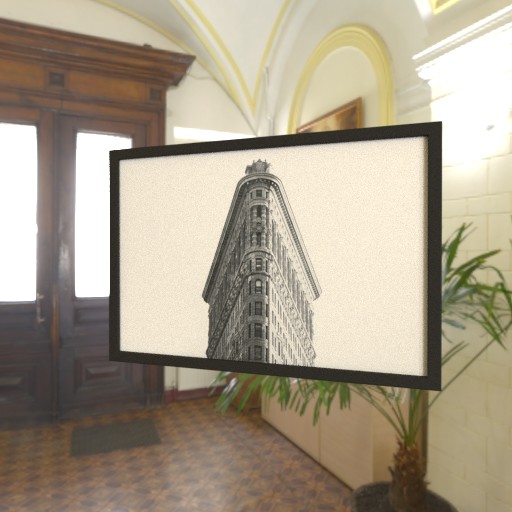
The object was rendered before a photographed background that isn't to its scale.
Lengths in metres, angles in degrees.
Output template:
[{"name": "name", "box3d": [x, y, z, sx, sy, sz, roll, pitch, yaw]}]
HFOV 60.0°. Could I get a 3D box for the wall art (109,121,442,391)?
[{"name": "wall art", "box3d": [0.000, 0.000, 1.245, 0.964, 0.659, 0.049, 0, 0, 20]}]
